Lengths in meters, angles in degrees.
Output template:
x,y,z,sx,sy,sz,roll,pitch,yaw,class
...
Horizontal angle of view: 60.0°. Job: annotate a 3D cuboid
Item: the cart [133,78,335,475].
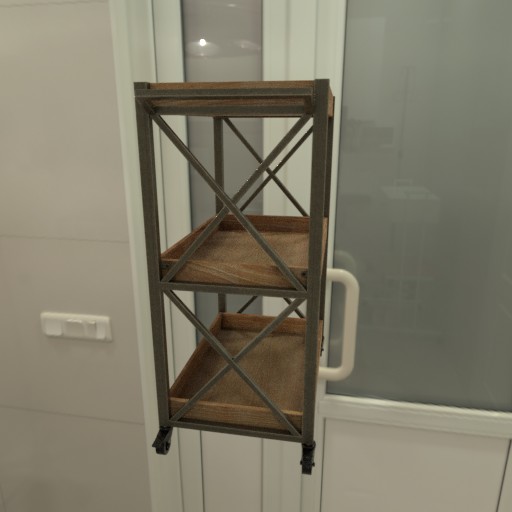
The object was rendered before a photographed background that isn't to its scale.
x,y,z,sx,sy,sz,roll,pitch,yaw,class
0.000,0.000,1.192,0.377,0.835,0.673,3,17,10,cart
